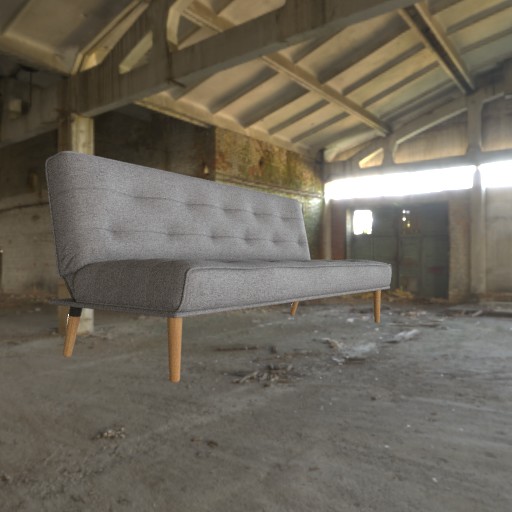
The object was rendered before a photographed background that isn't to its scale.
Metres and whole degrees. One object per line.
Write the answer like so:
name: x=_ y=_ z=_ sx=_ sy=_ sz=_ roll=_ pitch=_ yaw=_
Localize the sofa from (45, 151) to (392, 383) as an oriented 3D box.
sofa: x=0.000 y=0.000 z=2.293 sx=0.810 sy=0.830 sz=1.820 roll=-1 pitch=-1 yaw=37
